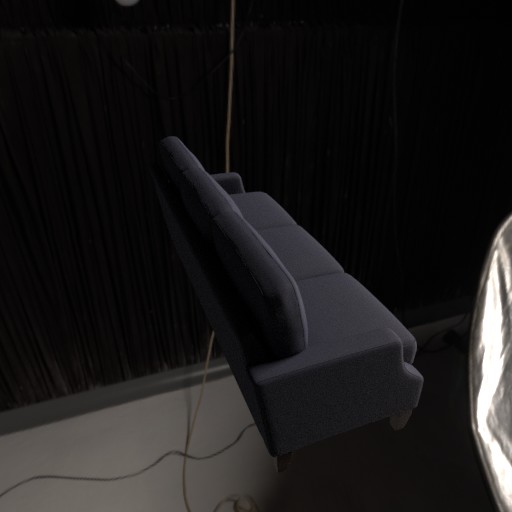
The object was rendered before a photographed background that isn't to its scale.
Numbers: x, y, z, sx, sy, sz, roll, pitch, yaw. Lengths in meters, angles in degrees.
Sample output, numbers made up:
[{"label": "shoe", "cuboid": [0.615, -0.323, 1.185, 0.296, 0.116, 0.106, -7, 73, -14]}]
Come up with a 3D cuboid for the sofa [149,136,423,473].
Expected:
[{"label": "sofa", "cuboid": [0.000, 0.000, 2.625, 0.888, 0.984, 2.115, -11, 32, -18]}]
